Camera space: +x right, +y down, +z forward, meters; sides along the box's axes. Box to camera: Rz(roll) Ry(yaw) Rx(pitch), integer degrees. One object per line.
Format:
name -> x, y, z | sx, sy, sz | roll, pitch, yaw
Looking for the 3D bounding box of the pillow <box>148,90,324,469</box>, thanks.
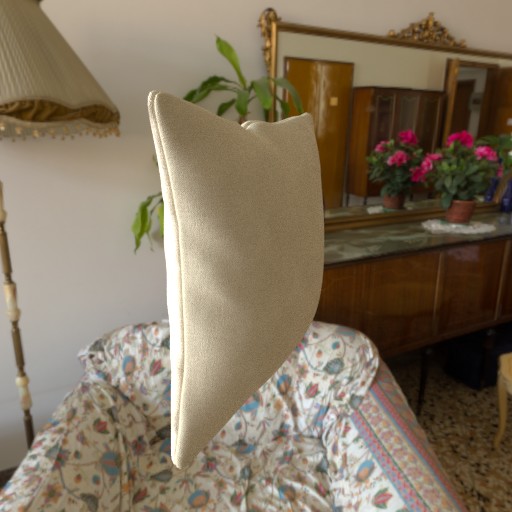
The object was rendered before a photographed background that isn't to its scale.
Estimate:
pillow -> 0.000, 0.000, 0.648 | 0.162, 0.420, 0.437 | 7, 17, 25
